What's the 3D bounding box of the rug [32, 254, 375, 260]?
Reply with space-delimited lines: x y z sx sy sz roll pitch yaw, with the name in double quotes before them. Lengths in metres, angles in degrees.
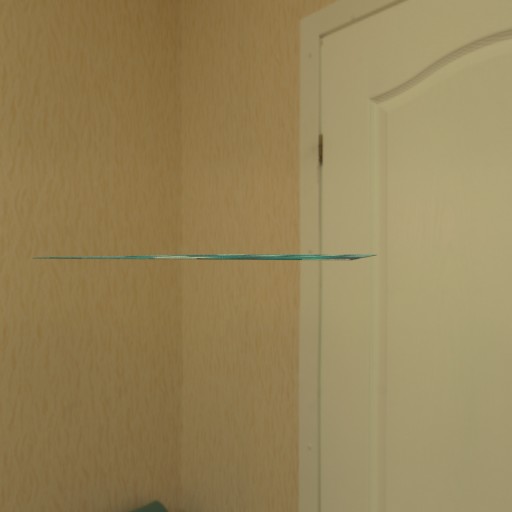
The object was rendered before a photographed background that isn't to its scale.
"rug" 0.000 0.000 3.061 1.528 0.005 2.420 0 1 18
